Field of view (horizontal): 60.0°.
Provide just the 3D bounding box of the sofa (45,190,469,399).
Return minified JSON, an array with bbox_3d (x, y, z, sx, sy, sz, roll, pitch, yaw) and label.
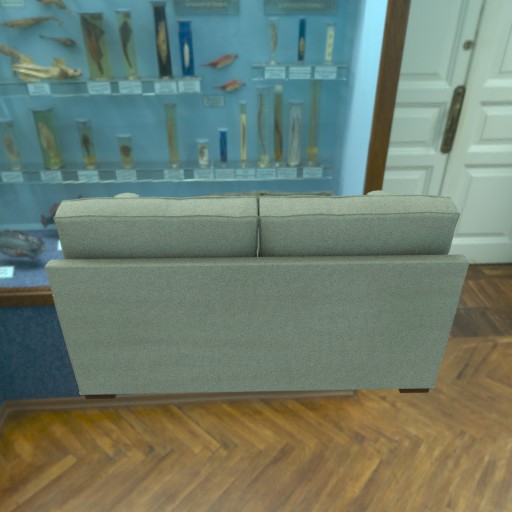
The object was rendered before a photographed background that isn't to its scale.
[{"bbox_3d":[0.000,0.000,2.052,1.484,0.853,0.940,-1,31,-1],"label":"sofa"}]
